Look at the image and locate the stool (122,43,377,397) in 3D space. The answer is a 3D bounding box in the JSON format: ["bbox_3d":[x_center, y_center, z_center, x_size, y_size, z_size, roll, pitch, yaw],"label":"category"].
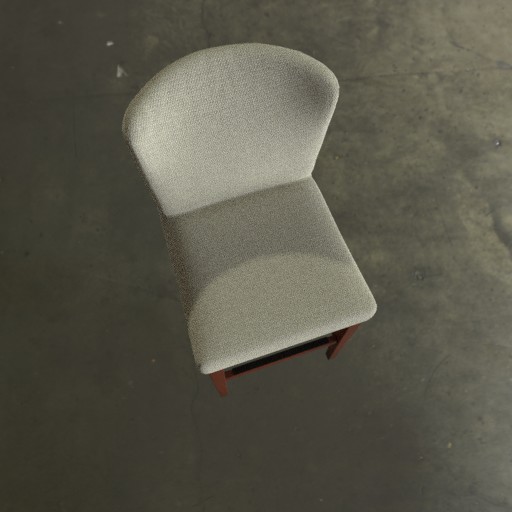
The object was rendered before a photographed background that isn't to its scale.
[{"bbox_3d":[0.000,0.000,1.264,0.481,0.969,0.568,-17,65,-8],"label":"stool"}]
